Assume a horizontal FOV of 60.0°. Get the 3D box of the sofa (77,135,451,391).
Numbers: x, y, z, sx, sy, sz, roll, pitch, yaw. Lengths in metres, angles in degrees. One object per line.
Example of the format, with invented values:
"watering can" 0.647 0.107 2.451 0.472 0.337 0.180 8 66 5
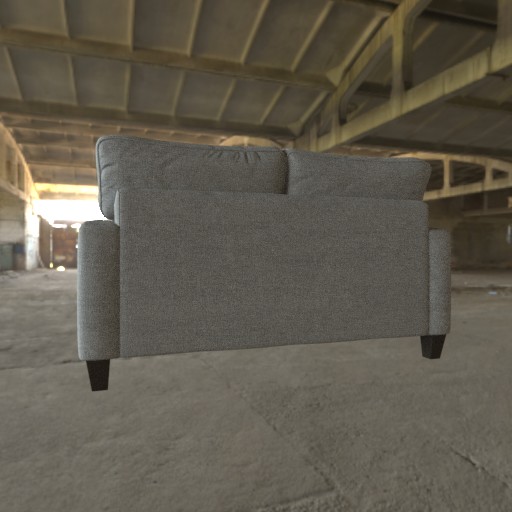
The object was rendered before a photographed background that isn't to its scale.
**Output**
"sofa" 0.000 0.000 2.252 1.651 0.965 0.965 0 1 -19
